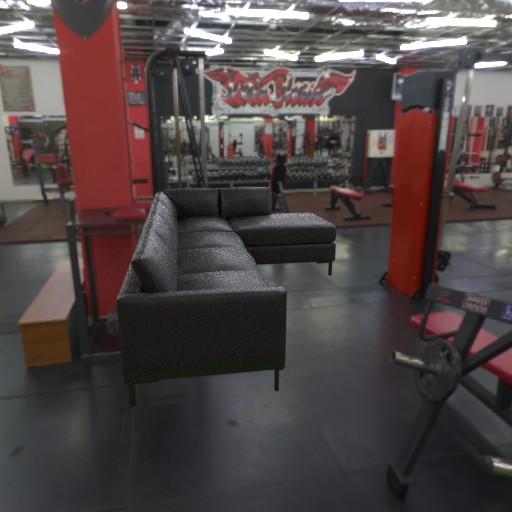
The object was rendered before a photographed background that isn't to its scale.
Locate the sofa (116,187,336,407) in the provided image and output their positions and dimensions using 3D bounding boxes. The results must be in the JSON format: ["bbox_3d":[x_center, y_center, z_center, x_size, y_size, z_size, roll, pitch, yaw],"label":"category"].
[{"bbox_3d":[0.000,0.000,3.856,1.938,0.877,2.984,-3,16,-9],"label":"sofa"}]
